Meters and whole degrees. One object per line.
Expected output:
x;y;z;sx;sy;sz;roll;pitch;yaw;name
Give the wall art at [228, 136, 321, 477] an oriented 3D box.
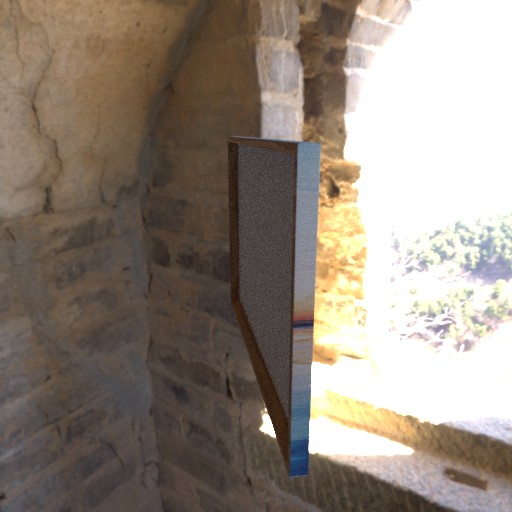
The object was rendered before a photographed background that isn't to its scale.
0.000;0.000;1.179;0.037;0.605;0.911;-3;16;-10;wall art
